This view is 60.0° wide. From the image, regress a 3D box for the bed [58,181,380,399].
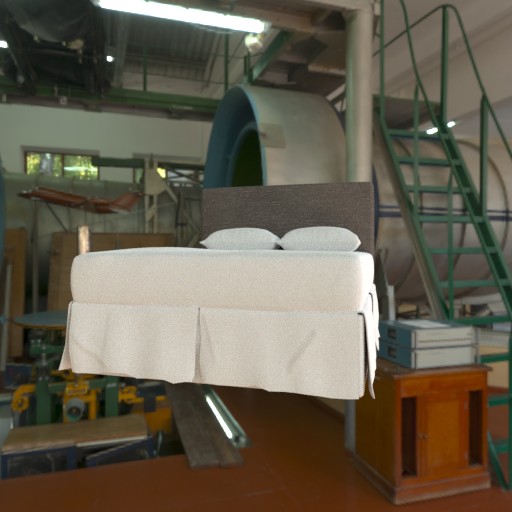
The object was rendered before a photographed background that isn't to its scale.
[{"bbox_3d":[0.000,0.000,3.218,1.723,1.330,2.142,0,0,16],"label":"bed"}]
